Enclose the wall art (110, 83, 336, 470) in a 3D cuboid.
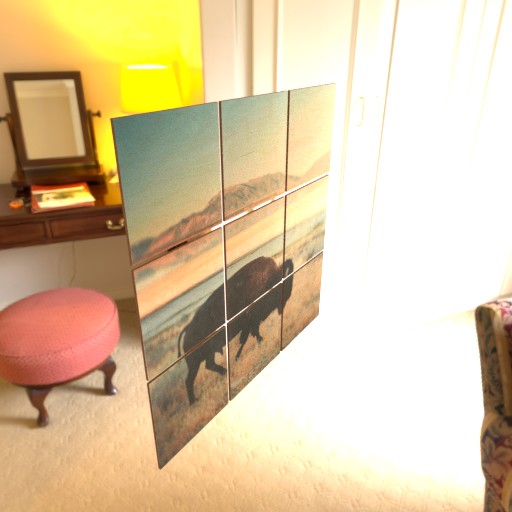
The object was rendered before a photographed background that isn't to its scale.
[{"bbox_3d":[0.000,0.000,2.237,0.019,1.532,1.533,17,31,31],"label":"wall art"}]
